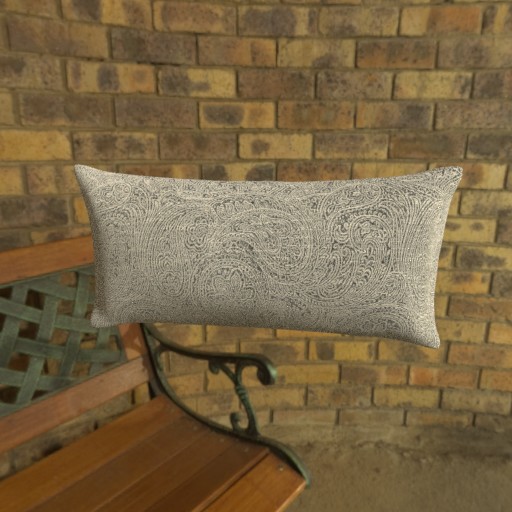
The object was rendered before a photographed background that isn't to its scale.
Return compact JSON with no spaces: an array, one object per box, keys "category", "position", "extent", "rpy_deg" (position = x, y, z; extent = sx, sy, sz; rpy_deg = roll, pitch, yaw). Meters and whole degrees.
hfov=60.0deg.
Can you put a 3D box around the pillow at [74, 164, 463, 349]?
[{"category":"pillow","position":[0.000,0.000,0.731],"extent":[0.615,0.295,0.151],"rpy_deg":[2,15,8]}]
